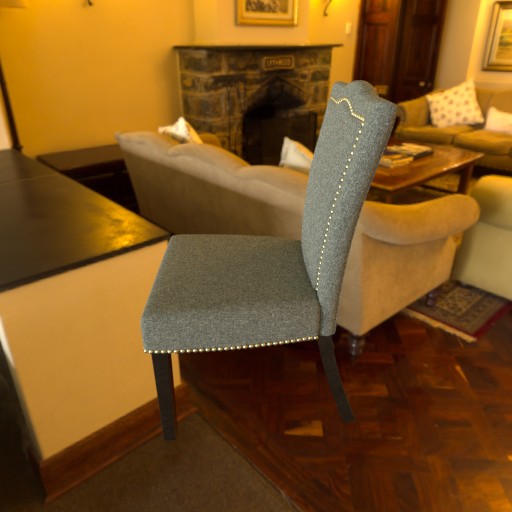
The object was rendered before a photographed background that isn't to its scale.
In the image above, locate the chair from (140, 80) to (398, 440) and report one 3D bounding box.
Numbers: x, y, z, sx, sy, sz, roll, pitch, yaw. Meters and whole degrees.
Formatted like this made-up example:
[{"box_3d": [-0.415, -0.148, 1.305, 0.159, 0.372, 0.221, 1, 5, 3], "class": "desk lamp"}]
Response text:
[{"box_3d": [0.000, 0.000, 1.282, 0.589, 0.946, 0.518, -1, 26, -1], "class": "chair"}]
